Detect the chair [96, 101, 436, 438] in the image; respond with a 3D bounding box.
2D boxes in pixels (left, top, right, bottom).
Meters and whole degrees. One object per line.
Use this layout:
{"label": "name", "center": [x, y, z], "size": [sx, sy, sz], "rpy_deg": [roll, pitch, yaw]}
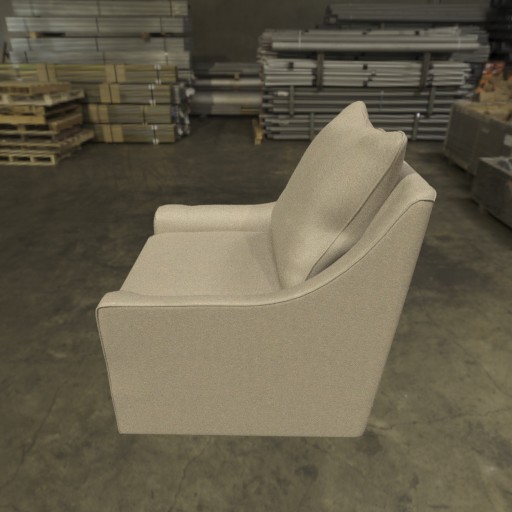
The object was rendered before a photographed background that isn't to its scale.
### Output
{"label": "chair", "center": [0.000, 0.000, 1.518], "size": [0.876, 0.942, 0.760], "rpy_deg": [1, 27, 1]}
